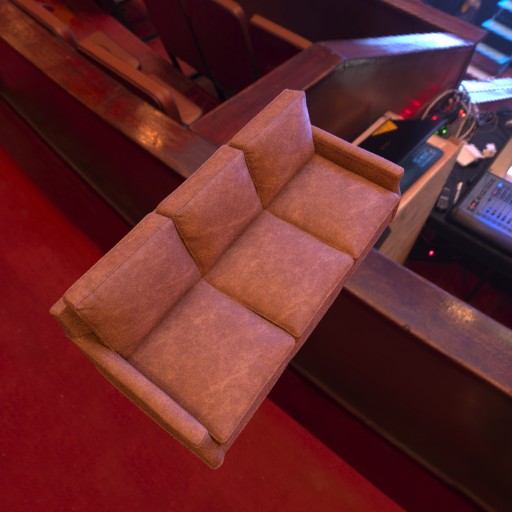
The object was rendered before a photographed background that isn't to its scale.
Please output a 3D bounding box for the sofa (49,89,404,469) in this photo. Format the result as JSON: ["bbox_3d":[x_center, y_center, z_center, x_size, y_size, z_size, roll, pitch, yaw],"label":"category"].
[{"bbox_3d":[0.000,0.000,2.855,1.084,1.003,2.246,32,63,18],"label":"sofa"}]
